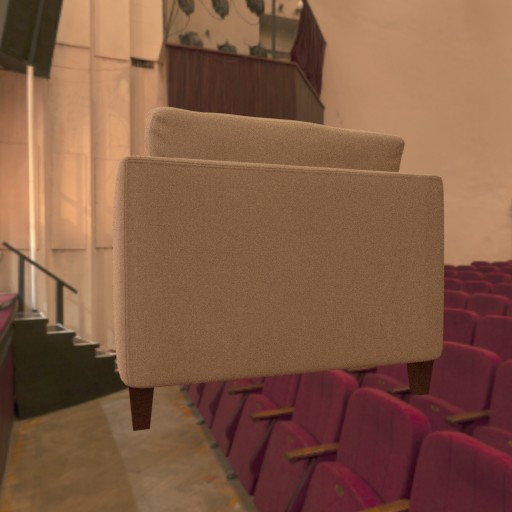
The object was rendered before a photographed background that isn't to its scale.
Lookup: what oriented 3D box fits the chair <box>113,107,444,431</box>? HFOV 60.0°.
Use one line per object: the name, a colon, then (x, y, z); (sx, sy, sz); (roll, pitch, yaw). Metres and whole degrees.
chair: (0.000, 0.000, 1.805); (1.107, 0.961, 0.959); (0, 1, -18)
